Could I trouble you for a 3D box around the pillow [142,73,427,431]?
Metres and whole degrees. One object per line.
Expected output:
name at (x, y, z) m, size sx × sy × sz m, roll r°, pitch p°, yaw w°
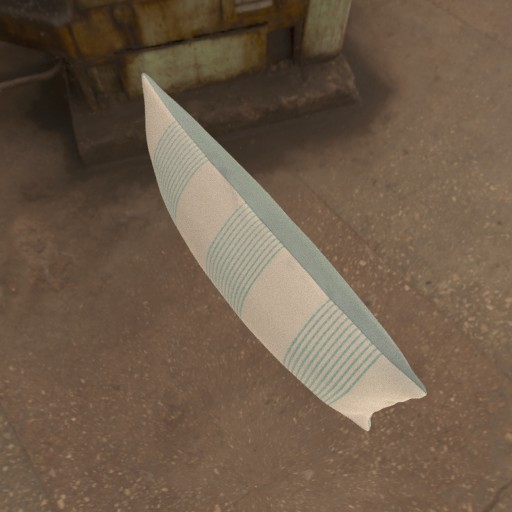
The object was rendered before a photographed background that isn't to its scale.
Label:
pillow at (0.000, 0.000, 0.704) m, size 0.151 × 0.287 × 0.610 m, roll -33°, pitch 67°, yaw -16°
